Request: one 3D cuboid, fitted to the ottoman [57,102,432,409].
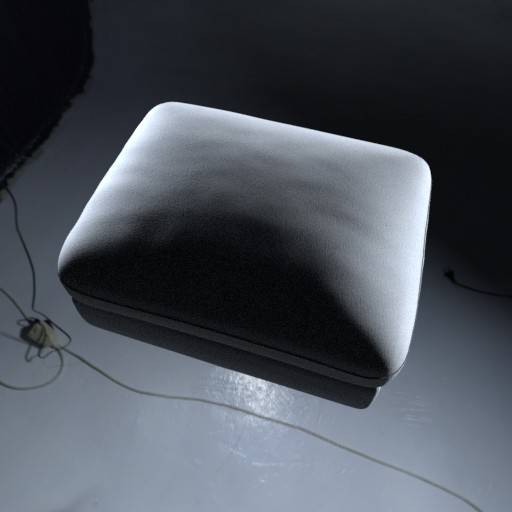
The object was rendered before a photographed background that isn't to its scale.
[{"bbox_3d":[0.000,0.000,1.130,0.747,0.478,0.593,14,58,9],"label":"ottoman"}]
